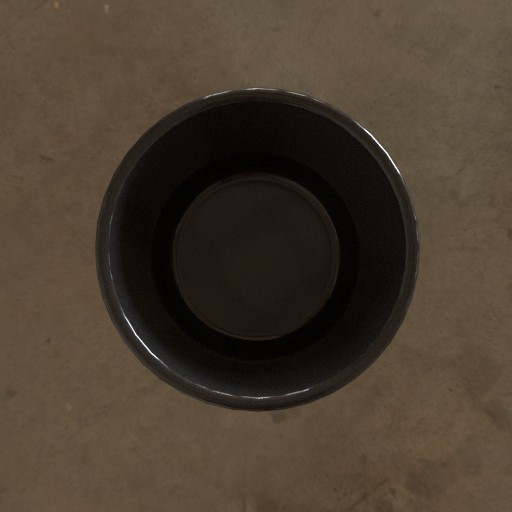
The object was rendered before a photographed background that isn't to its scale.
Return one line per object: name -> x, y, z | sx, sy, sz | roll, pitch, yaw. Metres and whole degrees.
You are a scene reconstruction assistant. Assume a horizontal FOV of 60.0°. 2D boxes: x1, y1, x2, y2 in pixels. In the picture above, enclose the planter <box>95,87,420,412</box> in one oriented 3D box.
planter -> 0.000, 0.000, 0.396 | 0.196, 0.264, 0.196 | 0, 88, -1
